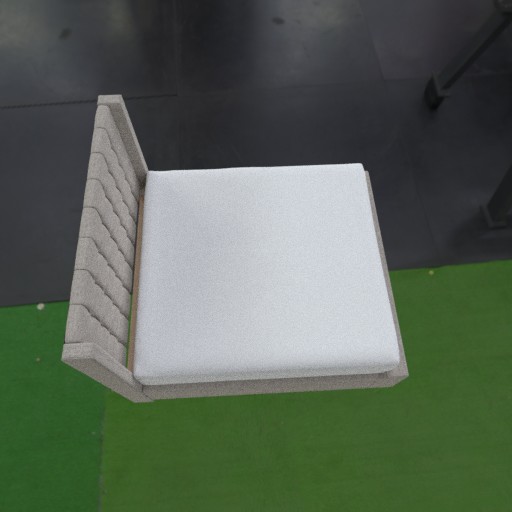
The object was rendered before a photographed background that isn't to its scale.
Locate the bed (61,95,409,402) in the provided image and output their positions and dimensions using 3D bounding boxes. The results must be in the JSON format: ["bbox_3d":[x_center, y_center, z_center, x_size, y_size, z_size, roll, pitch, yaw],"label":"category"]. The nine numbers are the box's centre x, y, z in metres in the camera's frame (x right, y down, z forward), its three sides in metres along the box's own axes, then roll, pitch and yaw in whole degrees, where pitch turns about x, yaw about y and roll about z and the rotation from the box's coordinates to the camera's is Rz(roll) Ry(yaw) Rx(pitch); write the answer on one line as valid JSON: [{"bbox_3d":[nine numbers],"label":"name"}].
[{"bbox_3d":[0.000,0.000,3.767,2.372,1.748,2.044,-3,64,-1],"label":"bed"}]
